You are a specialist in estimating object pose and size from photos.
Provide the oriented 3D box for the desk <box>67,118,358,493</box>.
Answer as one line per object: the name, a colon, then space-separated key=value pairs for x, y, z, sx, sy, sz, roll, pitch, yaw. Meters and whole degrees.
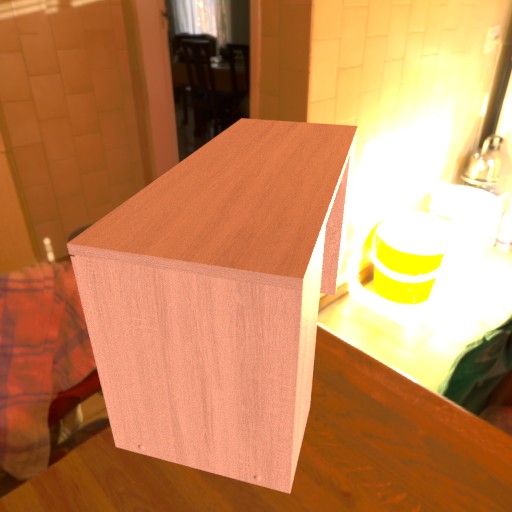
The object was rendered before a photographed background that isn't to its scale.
desk: x=0.000 y=0.000 z=1.753 sx=0.600 sy=0.740 sz=1.390 roll=8 pitch=31 yaw=14
